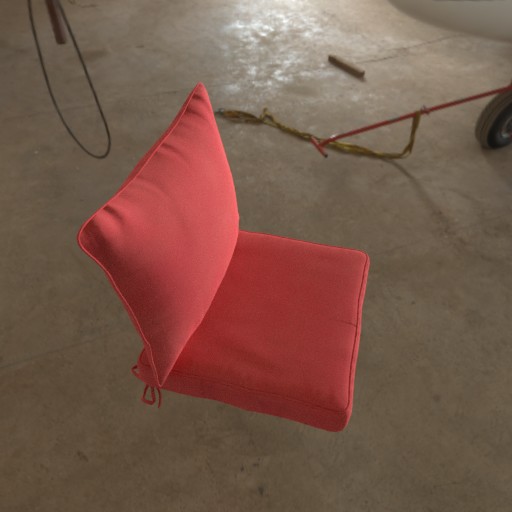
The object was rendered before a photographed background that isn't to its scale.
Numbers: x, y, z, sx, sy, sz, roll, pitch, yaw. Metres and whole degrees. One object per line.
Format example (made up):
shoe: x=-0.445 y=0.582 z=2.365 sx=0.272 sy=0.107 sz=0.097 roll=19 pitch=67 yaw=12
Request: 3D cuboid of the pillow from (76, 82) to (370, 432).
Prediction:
pillow: x=0.000 y=0.000 z=1.372 sx=0.733 sy=0.725 sz=0.798 roll=11 pitch=46 yaw=10
